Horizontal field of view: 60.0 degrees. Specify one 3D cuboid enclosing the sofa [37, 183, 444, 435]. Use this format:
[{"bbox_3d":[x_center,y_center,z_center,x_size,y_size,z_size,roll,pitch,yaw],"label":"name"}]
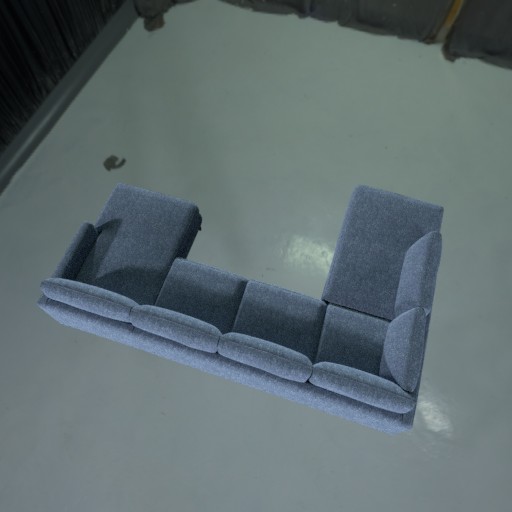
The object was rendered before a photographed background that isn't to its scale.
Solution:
[{"bbox_3d":[0.000,0.000,3.515,2.737,0.756,1.879,16,65,8],"label":"sofa"}]
